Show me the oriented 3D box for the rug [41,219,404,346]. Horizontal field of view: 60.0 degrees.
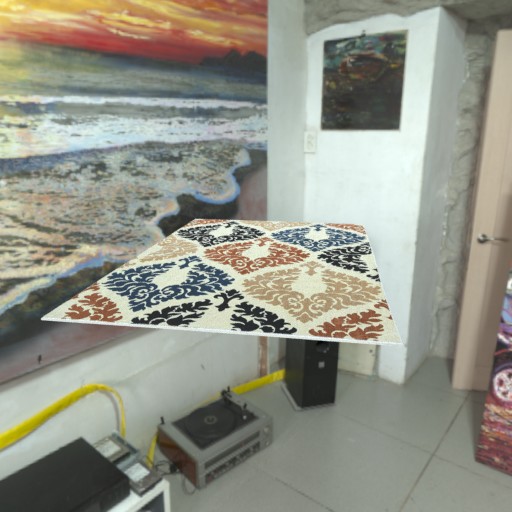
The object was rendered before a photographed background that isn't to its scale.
[{"bbox_3d":[0.000,0.000,2.870,1.514,0.014,2.275,3,16,9],"label":"rug"}]
